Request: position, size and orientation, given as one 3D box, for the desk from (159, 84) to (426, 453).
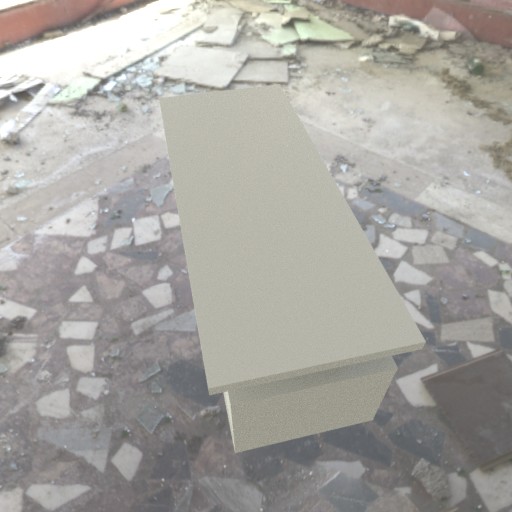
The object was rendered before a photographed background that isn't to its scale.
[{"bbox_3d":[0.000,0.000,1.956,0.603,0.773,1.530,-10,48,-9],"label":"desk"}]
